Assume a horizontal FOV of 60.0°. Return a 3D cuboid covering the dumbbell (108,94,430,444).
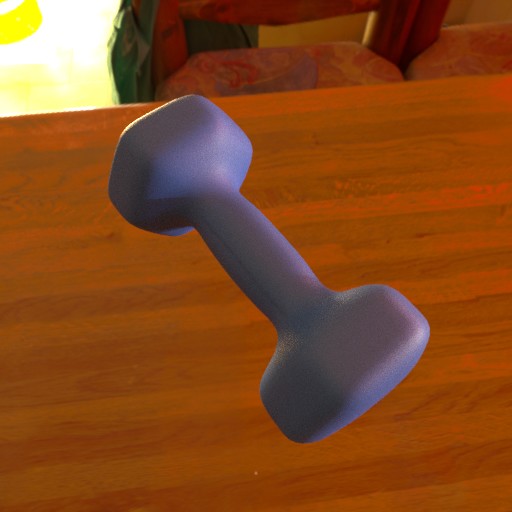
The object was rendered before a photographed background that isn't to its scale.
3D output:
[{"bbox_3d":[0.000,0.000,0.269,0.103,0.093,0.212,-34,69,-15],"label":"dumbbell"}]
